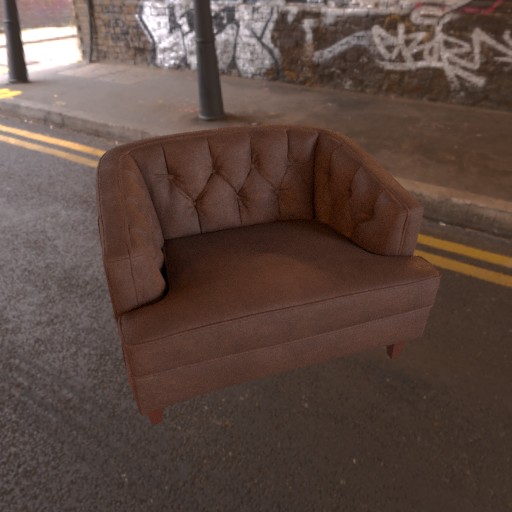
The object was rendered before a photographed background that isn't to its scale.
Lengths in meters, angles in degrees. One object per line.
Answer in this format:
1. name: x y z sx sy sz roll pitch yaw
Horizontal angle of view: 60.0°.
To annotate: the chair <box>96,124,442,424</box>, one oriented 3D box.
1. chair: 0.000 0.000 1.753 1.118 0.787 0.914 -10 33 -16
